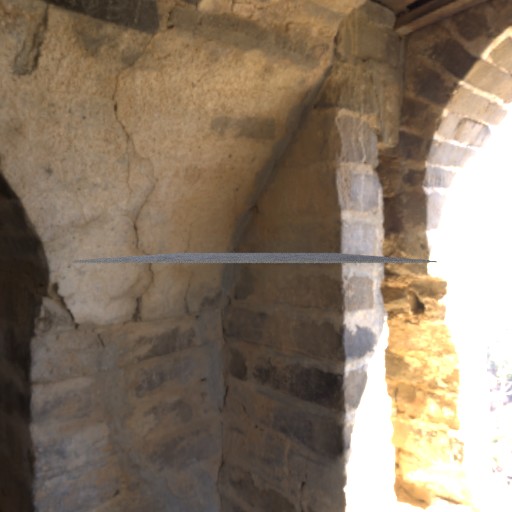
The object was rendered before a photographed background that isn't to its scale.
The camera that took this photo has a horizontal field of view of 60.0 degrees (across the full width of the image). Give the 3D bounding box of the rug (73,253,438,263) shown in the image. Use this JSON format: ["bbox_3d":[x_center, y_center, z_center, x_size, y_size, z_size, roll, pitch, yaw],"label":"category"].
[{"bbox_3d":[0.000,0.000,3.049,1.515,0.010,2.430,0,1,0],"label":"rug"}]
